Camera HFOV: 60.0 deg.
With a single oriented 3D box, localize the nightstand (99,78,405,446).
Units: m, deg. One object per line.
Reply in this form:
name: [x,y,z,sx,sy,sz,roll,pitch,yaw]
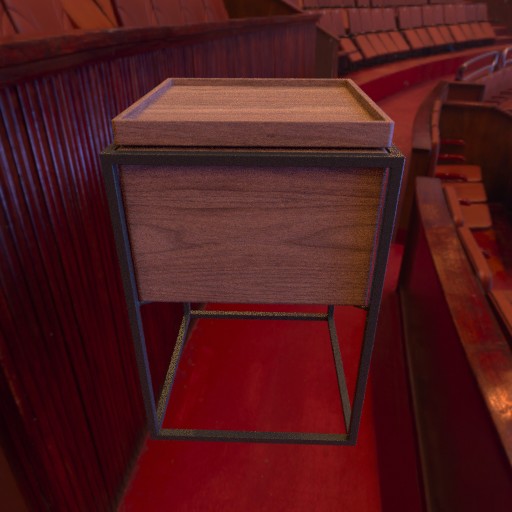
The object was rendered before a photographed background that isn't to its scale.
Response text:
nightstand: [0.000,0.000,0.877,0.397,0.607,0.397,1,30,2]
